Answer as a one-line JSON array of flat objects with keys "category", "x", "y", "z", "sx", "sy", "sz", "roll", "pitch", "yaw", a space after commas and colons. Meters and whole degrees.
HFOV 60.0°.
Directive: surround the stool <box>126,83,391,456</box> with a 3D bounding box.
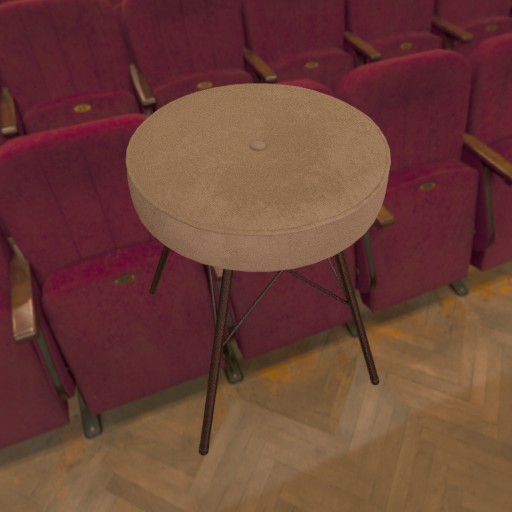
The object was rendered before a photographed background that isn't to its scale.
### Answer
[{"category": "stool", "x": 0.000, "y": 0.000, "z": 0.875, "sx": 0.423, "sy": 0.538, "sz": 0.457, "roll": -17, "pitch": 49, "yaw": -15}]
